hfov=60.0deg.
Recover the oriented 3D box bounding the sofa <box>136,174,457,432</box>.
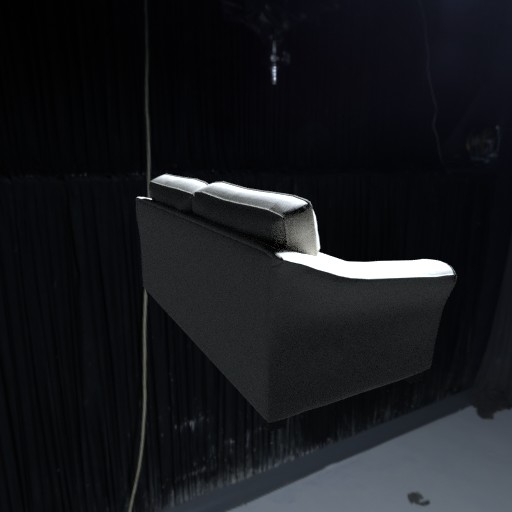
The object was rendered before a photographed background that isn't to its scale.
[{"bbox_3d":[0.000,0.000,2.792,0.980,0.965,2.270,-7,15,-27],"label":"sofa"}]
